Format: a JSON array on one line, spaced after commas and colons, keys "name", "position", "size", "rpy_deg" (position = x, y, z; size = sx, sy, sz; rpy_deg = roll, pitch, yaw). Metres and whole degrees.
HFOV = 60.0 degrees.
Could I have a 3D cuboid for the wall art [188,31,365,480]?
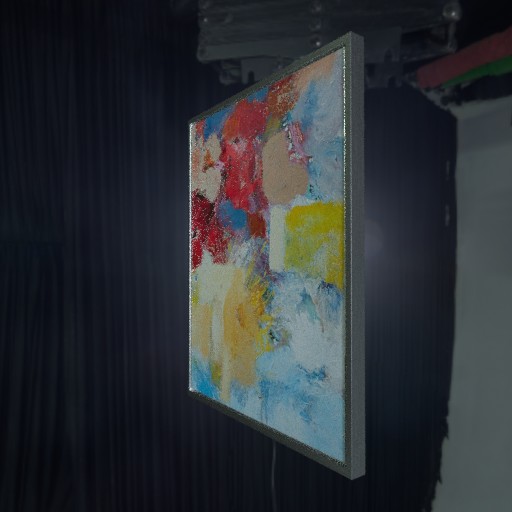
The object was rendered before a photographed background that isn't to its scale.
[{"name": "wall art", "position": [0.000, 0.000, 0.749], "size": [0.025, 0.569, 0.444], "rpy_deg": [1, -1, -36]}]
